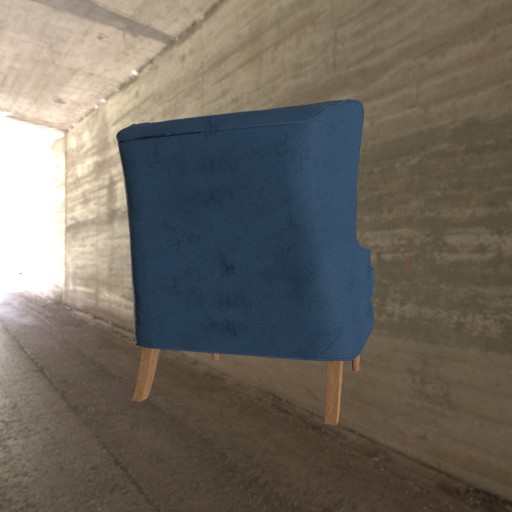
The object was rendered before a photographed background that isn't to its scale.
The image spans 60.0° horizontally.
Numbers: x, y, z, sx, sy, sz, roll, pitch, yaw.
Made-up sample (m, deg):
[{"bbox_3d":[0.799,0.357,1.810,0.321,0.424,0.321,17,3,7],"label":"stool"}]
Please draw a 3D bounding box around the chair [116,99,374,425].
[{"bbox_3d":[0.000,0.000,1.617,0.793,0.952,0.910,0,-1,19],"label":"chair"}]
